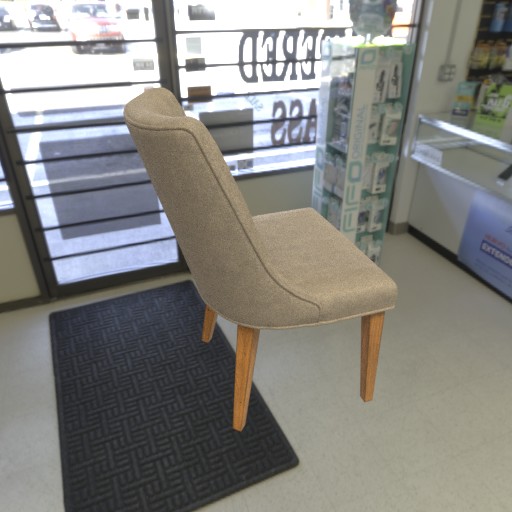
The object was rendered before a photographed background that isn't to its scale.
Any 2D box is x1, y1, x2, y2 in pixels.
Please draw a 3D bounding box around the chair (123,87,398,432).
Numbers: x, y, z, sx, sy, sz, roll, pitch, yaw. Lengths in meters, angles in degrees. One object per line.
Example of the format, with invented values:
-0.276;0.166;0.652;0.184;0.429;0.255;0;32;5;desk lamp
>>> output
0.000;0.000;1.316;0.636;0.916;0.548;-10;32;-16;chair
